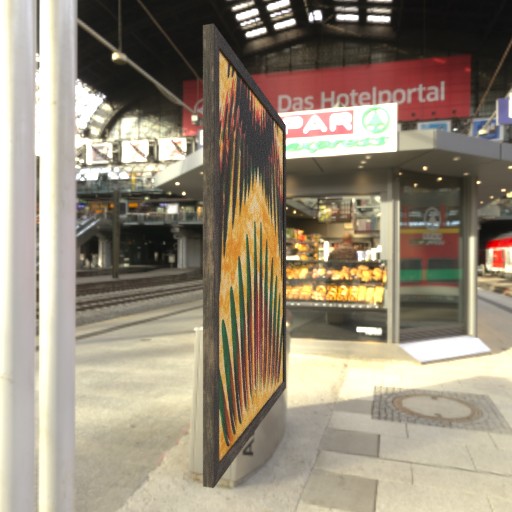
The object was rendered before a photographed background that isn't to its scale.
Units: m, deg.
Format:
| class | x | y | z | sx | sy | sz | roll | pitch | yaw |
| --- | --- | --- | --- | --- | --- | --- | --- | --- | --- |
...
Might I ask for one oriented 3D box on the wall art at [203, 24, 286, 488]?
| class | x | y | z | sx | sy | sz | roll | pitch | yaw |
| --- | --- | --- | --- | --- | --- | --- | --- | --- | --- |
| wall art | 0.000 | 0.000 | 1.412 | 0.029 | 1.066 | 0.812 | 0 | 0 | 16 |
